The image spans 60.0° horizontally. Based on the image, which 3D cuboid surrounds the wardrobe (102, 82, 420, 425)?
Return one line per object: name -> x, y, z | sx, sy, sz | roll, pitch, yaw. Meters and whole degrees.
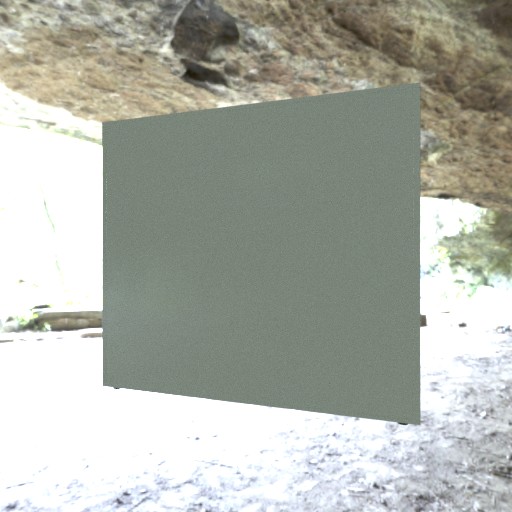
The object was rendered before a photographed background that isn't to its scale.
wardrobe -> 0.000, 0.000, 1.930 | 1.340, 1.200, 0.360 | 0, 0, 20
